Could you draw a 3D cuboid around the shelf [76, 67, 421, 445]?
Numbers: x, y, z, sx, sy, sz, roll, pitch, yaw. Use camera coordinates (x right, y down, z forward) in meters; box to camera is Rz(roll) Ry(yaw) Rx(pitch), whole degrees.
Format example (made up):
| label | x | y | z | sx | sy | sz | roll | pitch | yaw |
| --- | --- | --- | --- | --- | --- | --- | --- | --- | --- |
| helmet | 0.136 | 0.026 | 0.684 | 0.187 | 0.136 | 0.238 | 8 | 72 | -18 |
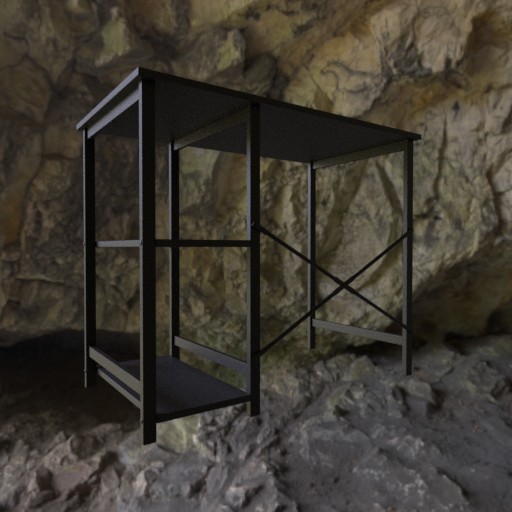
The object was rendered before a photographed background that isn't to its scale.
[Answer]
| label | x | y | z | sx | sy | sz | roll | pitch | yaw |
| --- | --- | --- | --- | --- | --- | --- | --- | --- | --- |
| shelf | 0.000 | 0.000 | 1.324 | 0.902 | 0.749 | 0.498 | -1 | 1 | -35 |
